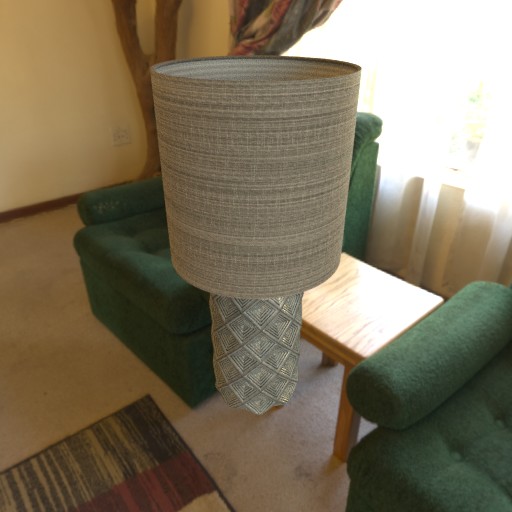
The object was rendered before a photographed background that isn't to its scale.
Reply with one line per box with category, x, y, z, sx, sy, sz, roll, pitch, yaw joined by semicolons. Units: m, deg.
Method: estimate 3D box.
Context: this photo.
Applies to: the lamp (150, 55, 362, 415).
lamp;0.000;0.000;0.713;0.268;0.566;0.269;18;34;28
